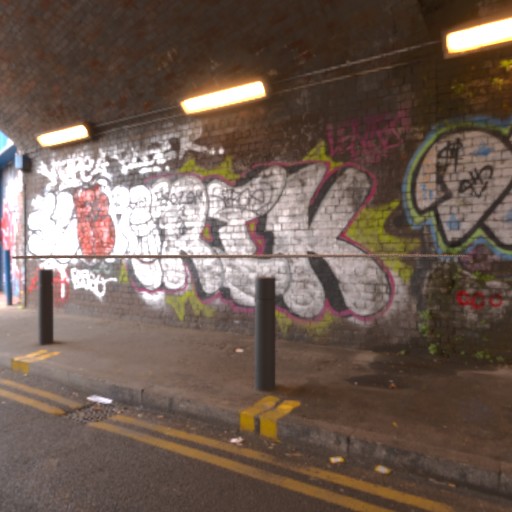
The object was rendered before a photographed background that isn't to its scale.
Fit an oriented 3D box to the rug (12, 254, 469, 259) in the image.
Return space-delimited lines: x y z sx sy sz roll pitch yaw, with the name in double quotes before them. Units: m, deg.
"rug" 0.000 0.000 2.366 2.196 0.011 0.662 0 0 -17
